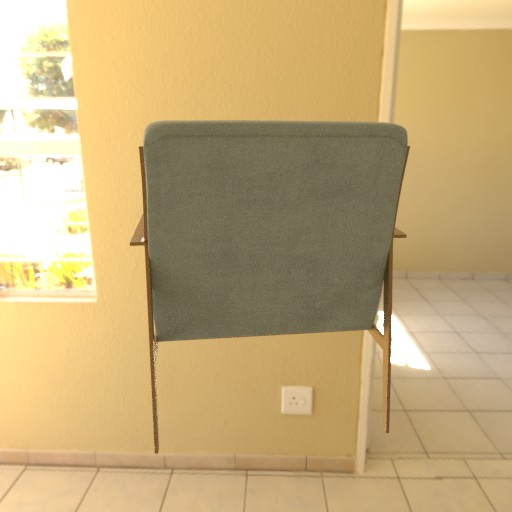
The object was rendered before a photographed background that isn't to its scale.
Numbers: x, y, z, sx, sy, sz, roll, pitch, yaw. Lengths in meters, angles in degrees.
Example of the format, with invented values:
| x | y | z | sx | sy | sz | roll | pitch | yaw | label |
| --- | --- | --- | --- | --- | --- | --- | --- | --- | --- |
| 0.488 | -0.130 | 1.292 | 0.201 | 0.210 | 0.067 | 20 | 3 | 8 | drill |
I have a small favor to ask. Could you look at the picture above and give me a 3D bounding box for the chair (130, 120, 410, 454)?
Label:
| x | y | z | sx | sy | sz | roll | pitch | yaw | label |
| --- | --- | --- | --- | --- | --- | --- | --- | --- | --- |
| 0.000 | 0.000 | 1.463 | 0.701 | 0.824 | 0.842 | -2 | 15 | -7 | chair |
